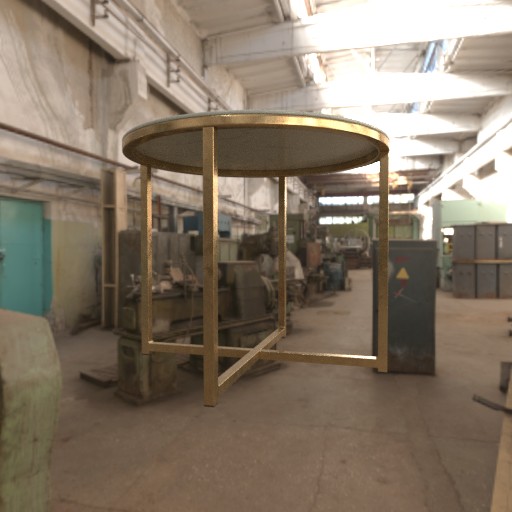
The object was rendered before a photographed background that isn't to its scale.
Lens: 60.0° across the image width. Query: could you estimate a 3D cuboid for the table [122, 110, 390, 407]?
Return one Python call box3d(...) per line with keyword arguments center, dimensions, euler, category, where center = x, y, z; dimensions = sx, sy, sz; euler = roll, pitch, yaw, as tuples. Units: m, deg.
box3d(center=(0.000, 0.000, 0.869), dimensions=(0.500, 0.420, 0.500), euler=(0, 2, 0), category="table")
